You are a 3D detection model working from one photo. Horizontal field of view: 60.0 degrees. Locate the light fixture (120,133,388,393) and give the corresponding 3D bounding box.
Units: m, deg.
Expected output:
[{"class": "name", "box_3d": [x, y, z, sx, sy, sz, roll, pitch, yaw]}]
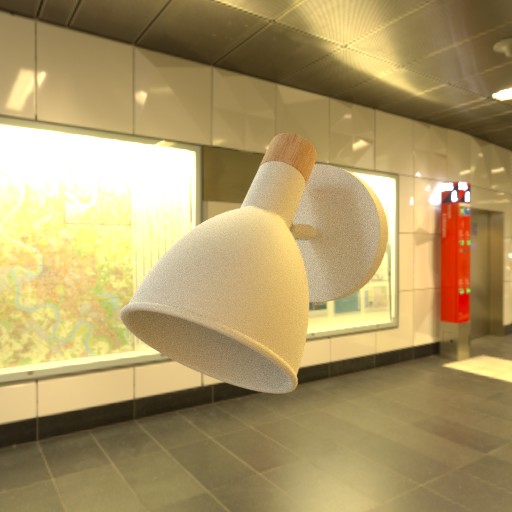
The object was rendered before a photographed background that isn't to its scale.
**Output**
[{"class": "light fixture", "box_3d": [0.000, 0.000, 0.333, 0.127, 0.199, 0.209, 0, 1, 37]}]
